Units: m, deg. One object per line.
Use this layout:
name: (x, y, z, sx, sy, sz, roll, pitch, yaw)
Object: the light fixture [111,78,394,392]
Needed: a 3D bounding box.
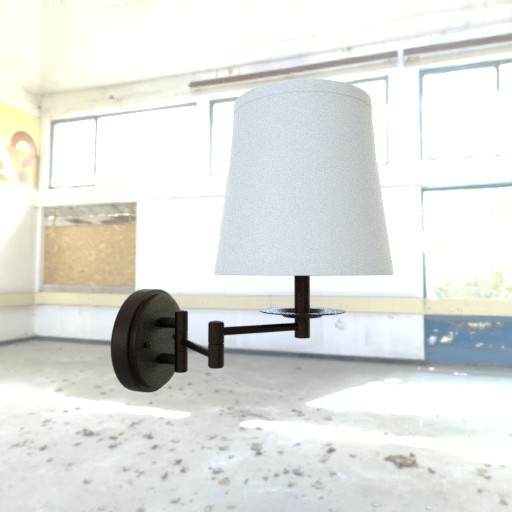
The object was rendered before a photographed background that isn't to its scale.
light fixture: (0.000, 0.000, 0.264, 0.157, 0.172, 0.100, -1, -2, 19)
